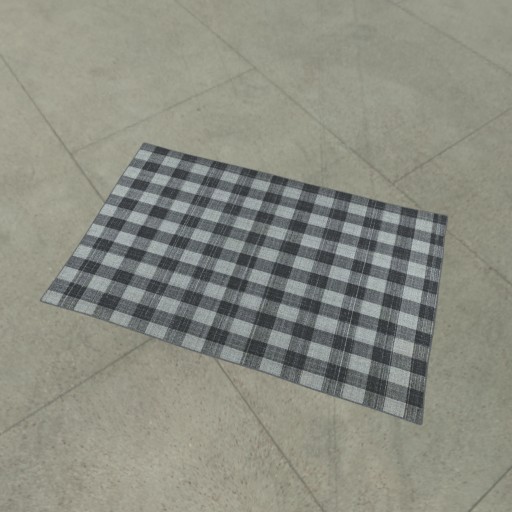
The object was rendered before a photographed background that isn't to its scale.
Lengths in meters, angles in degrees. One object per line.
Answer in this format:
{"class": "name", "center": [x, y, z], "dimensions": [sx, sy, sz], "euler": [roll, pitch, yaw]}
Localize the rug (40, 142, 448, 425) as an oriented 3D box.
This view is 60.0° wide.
{"class": "rug", "center": [0.000, 0.000, 3.081], "dimensions": [2.476, 0.011, 1.554], "euler": [16, 59, 10]}
